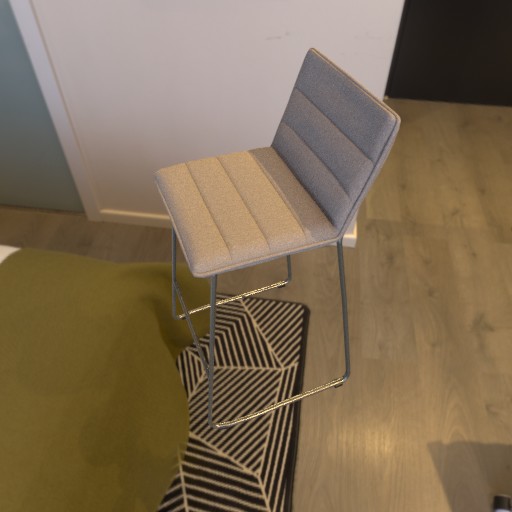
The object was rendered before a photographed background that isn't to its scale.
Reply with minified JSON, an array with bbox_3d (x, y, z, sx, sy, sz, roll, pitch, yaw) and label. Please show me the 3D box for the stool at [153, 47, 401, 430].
[{"bbox_3d":[0.000,0.000,1.252,0.490,0.960,0.490,-16,48,-15],"label":"stool"}]
